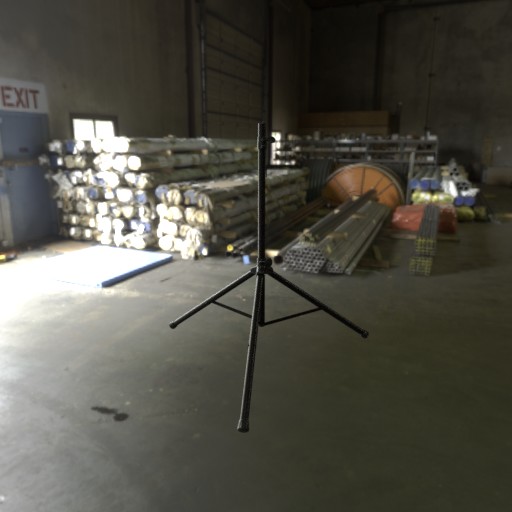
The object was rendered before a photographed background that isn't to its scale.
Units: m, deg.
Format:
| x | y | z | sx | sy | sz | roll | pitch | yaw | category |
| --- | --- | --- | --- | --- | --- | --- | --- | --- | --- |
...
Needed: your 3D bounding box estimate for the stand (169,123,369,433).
| x | y | z | sx | sy | sz | roll | pitch | yaw | category |
| --- | --- | --- | --- | --- | --- | --- | --- | --- | --- |
| 0.000 | 0.000 | 2.749 | 1.596 | 1.595 | 1.339 | 2 | 15 | 8 | stand |
